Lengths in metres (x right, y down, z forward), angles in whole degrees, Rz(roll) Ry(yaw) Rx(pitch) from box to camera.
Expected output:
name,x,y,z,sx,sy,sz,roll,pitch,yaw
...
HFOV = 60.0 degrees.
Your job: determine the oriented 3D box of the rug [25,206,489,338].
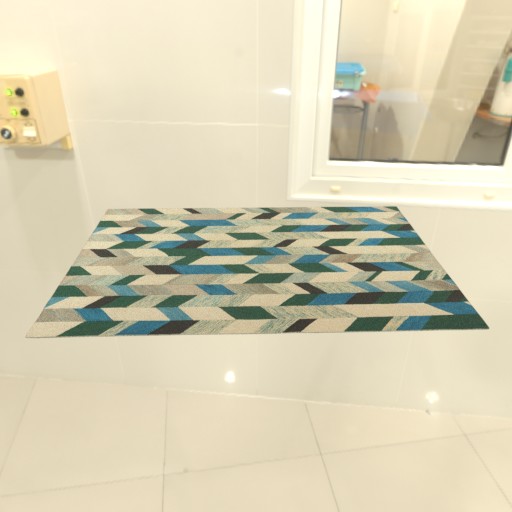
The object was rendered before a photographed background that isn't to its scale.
name,x,y,z,sx,sy,sz,roll,pitch,yaw
rug,0.000,0.000,2.266,1.827,0.005,1.229,-1,30,-1
